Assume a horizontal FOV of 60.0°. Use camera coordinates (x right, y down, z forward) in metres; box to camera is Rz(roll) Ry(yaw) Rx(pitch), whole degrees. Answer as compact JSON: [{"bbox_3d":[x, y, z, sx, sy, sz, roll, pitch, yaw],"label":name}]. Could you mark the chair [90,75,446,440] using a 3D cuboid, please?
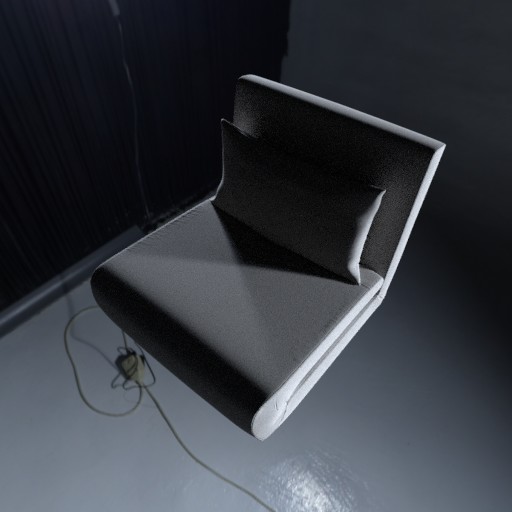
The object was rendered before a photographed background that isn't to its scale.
[{"bbox_3d":[0.000,0.000,1.525,0.770,0.808,0.902,31,53,27],"label":"chair"}]
